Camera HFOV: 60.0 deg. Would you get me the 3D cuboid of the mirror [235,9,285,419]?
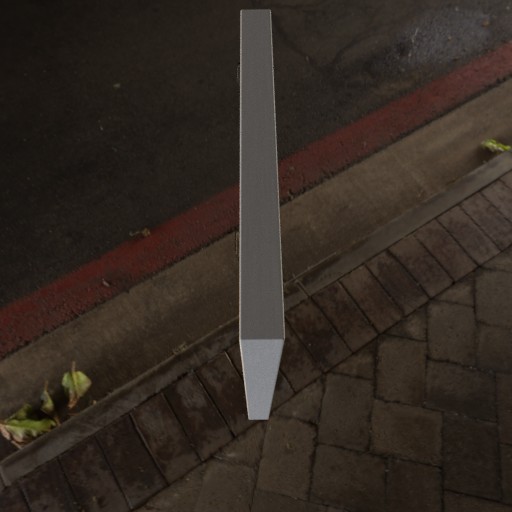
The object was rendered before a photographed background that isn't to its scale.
[{"bbox_3d":[0.000,0.000,0.666,0.041,0.508,0.405,-1,63,0],"label":"mirror"}]
